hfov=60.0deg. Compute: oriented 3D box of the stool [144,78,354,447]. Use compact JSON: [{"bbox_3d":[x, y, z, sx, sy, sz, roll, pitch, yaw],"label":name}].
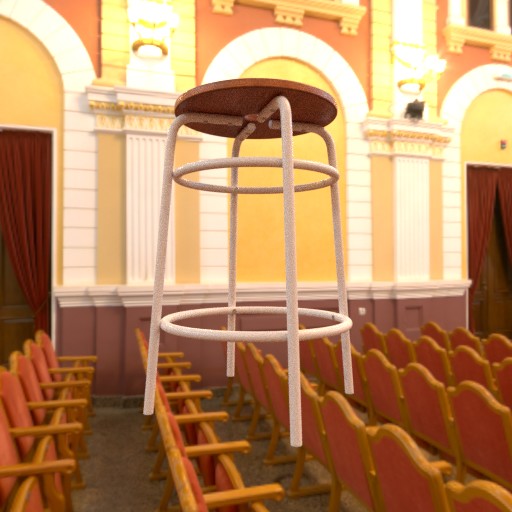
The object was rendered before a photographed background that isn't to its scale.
[{"bbox_3d":[0.000,0.000,0.924,0.455,0.610,0.455,0,0,-17],"label":"stool"}]
